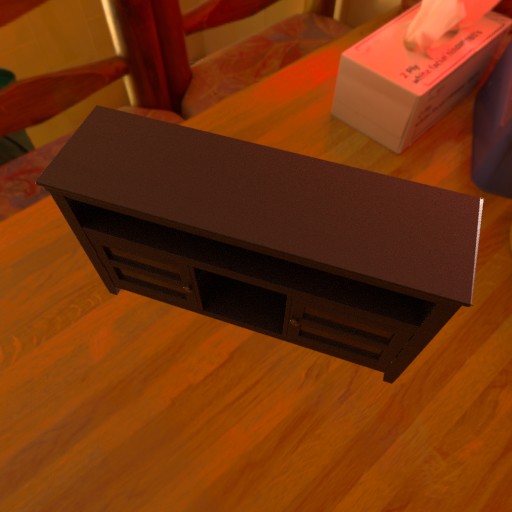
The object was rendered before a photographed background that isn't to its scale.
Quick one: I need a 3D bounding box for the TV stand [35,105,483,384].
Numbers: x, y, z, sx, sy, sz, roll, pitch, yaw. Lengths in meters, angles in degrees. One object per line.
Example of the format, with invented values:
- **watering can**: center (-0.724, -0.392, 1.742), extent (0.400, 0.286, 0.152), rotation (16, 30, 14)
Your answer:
- **TV stand**: center (0.000, 0.000, 1.514), extent (1.198, 0.681, 0.347), rotation (16, 59, 10)
